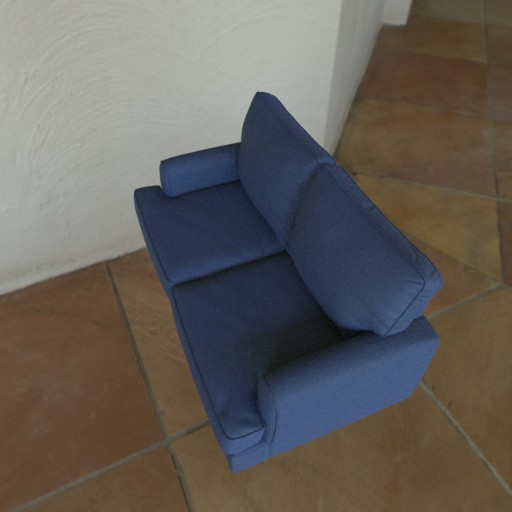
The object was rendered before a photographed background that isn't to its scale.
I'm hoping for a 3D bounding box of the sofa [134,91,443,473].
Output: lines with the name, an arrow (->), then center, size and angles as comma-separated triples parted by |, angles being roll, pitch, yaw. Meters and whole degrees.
sofa -> 0.000, 0.000, 2.227 | 0.965, 0.965, 1.651 | -17, 49, -15
